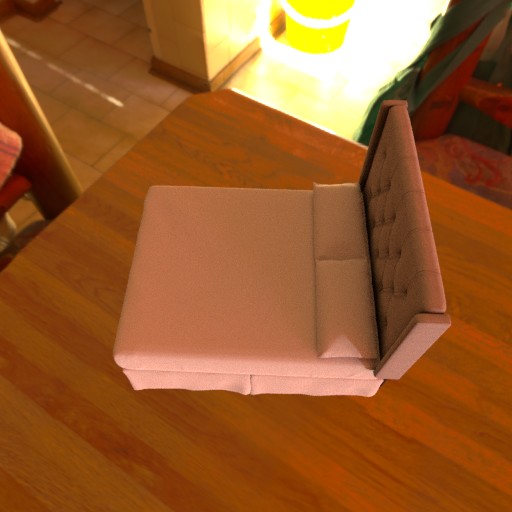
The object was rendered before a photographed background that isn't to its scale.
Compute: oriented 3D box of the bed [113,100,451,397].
[{"bbox_3d":[0.000,0.000,3.402,2.066,1.665,1.719,2,59,1],"label":"bed"}]
